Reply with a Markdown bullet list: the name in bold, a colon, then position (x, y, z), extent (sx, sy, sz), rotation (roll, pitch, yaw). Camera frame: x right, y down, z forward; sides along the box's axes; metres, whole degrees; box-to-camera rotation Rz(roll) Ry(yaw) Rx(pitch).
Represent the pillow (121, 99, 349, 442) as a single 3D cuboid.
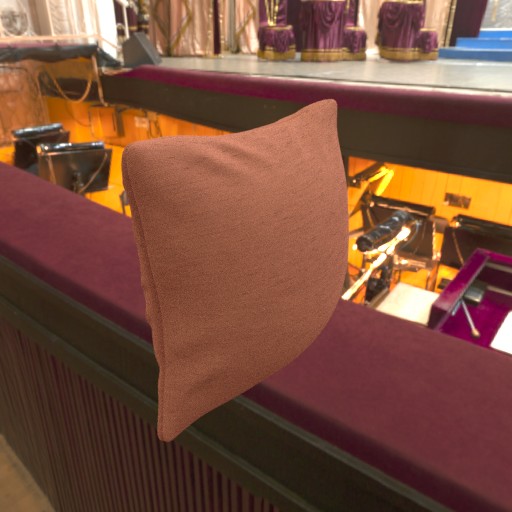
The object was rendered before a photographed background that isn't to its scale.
- **pillow**: position (0.000, 0.000, 0.675), extent (0.246, 0.415, 0.432), rotation (18, 32, 32)
